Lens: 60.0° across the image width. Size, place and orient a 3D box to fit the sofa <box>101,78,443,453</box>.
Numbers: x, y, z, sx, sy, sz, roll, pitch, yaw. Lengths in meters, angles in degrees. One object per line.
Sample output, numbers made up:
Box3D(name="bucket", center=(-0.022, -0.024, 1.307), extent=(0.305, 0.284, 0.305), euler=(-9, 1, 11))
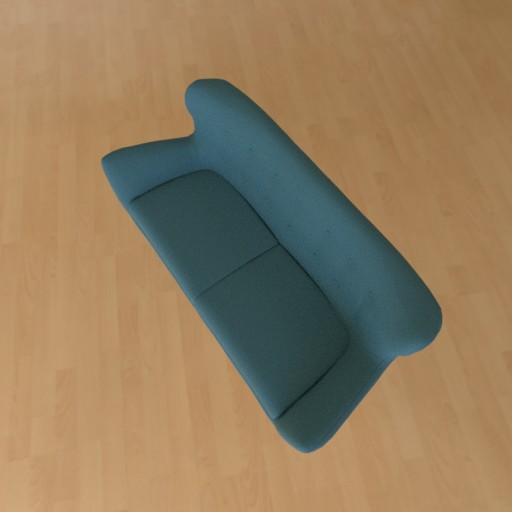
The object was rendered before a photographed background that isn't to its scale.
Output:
Box3D(name="sofa", center=(0.000, 0.000, 2.465), extent=(0.889, 0.890, 1.930), euler=(-33, 68, -15))
